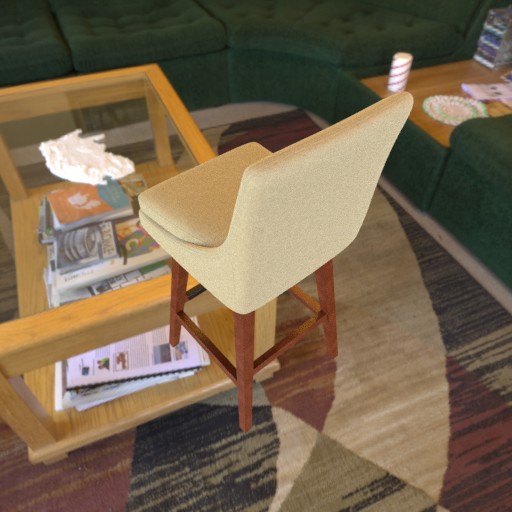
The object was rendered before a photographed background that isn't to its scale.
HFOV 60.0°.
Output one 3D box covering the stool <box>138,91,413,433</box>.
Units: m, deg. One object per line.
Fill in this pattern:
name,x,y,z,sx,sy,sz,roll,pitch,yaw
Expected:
stool,0.000,0.000,1.343,0.470,1.092,0.559,-32,54,-27
